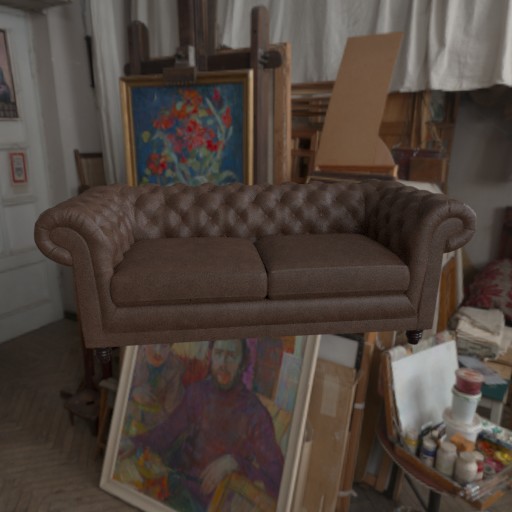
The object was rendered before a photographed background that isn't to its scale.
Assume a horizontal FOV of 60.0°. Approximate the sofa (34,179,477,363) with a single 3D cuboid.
[{"bbox_3d":[0.000,0.000,2.507,2.048,0.784,0.955,-2,16,-7],"label":"sofa"}]
